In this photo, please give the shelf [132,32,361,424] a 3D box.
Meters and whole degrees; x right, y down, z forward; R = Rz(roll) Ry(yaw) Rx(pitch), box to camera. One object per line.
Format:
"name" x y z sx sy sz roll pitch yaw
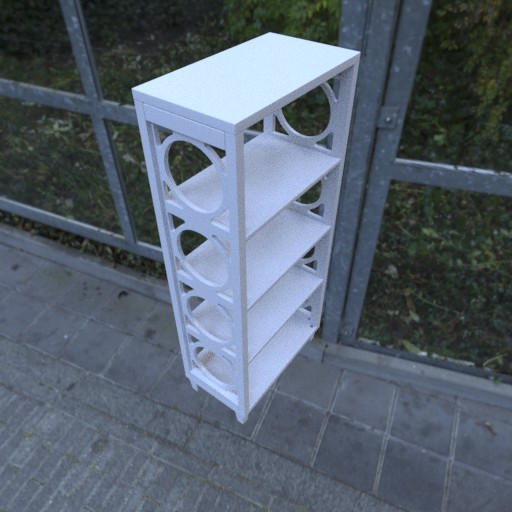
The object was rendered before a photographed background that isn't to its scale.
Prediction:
"shelf" 0.000 0.000 1.710 0.340 1.411 0.611 27 48 26
